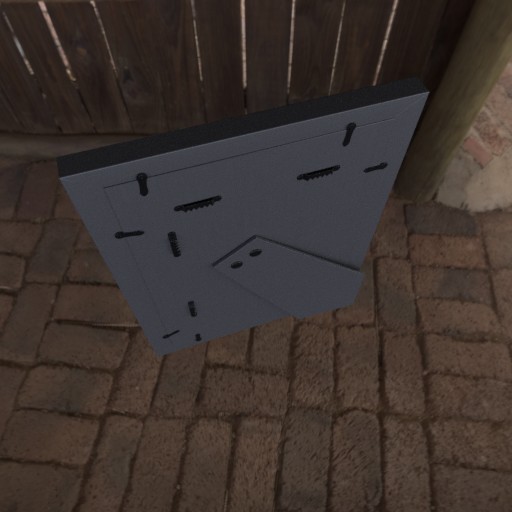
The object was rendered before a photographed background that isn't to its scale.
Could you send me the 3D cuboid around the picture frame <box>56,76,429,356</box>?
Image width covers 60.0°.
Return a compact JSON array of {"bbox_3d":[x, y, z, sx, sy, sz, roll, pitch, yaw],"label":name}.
[{"bbox_3d":[0.000,0.000,0.514,0.307,0.383,0.036,-16,59,-10],"label":"picture frame"}]
